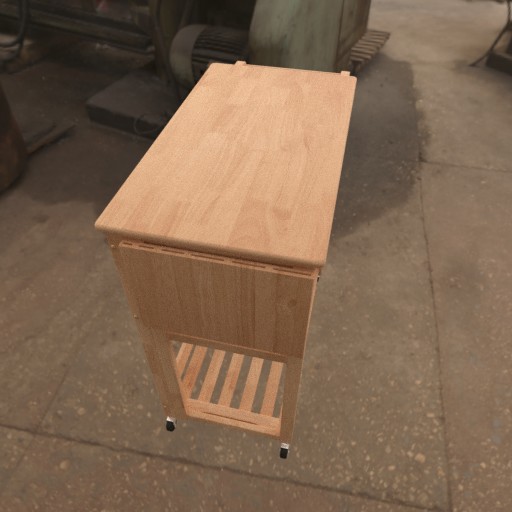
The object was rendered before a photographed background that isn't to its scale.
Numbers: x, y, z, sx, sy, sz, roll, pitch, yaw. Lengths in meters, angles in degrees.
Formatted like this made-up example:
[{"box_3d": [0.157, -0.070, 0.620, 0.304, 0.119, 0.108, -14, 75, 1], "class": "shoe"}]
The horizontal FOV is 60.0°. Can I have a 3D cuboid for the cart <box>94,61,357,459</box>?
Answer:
[{"box_3d": [0.000, 0.000, 1.377, 0.432, 0.879, 0.853, 10, 47, 9], "class": "cart"}]
